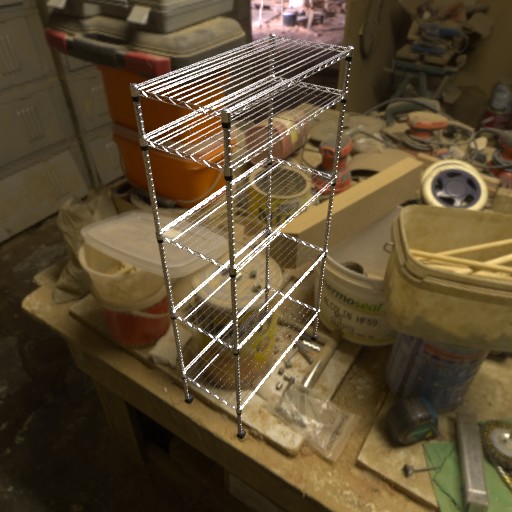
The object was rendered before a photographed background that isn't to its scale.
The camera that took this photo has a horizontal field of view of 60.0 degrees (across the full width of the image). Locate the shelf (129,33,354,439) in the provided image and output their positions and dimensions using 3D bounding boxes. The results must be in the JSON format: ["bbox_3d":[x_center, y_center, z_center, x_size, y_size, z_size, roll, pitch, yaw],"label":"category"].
[{"bbox_3d":[0.000,0.000,1.913,0.356,1.587,0.762,24,45,26],"label":"shelf"}]
